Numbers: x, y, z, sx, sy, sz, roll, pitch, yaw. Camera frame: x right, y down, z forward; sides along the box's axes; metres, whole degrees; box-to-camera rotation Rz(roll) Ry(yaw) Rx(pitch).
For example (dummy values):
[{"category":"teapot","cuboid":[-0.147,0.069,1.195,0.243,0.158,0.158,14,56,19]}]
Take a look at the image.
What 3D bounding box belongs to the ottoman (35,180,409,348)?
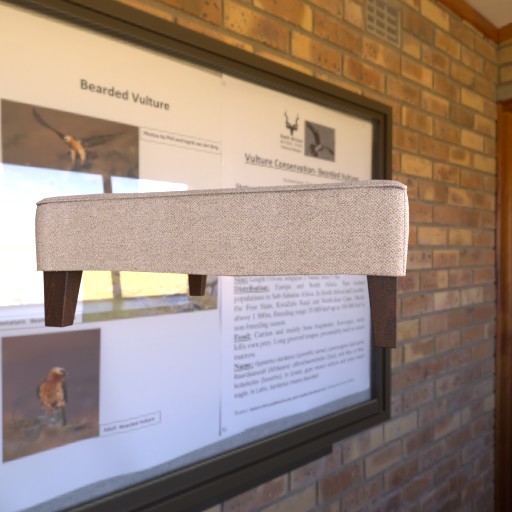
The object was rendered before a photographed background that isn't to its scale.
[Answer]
[{"category":"ottoman","cuboid":[0.000,0.000,1.520,0.973,0.381,0.982,0,1,18]}]
